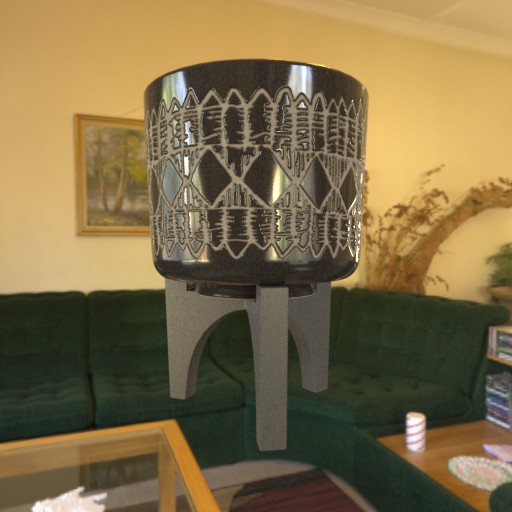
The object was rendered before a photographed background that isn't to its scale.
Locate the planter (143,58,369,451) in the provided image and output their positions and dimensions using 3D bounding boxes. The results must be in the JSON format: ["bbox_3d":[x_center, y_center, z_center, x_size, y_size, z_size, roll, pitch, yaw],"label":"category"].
[{"bbox_3d":[0.000,0.000,0.515,0.251,0.355,0.251,-2,3,-38],"label":"planter"}]
